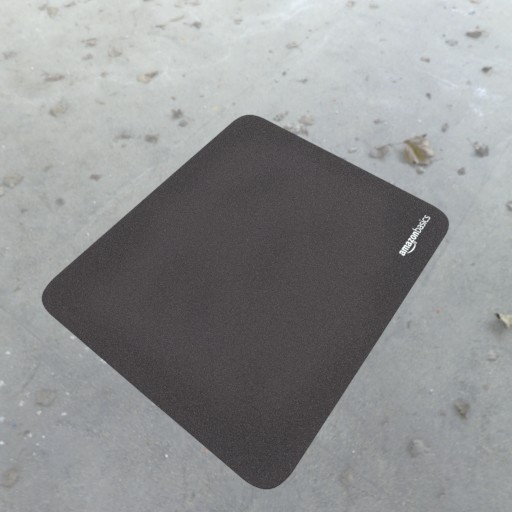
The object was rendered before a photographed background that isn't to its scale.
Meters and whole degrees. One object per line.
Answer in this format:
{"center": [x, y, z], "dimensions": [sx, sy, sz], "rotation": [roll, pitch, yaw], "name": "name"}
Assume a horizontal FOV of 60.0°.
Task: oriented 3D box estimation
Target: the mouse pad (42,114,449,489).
{"center": [0.000, 0.000, 0.333], "dimensions": [0.211, 0.002, 0.249], "rotation": [33, 64, 19], "name": "mouse pad"}
